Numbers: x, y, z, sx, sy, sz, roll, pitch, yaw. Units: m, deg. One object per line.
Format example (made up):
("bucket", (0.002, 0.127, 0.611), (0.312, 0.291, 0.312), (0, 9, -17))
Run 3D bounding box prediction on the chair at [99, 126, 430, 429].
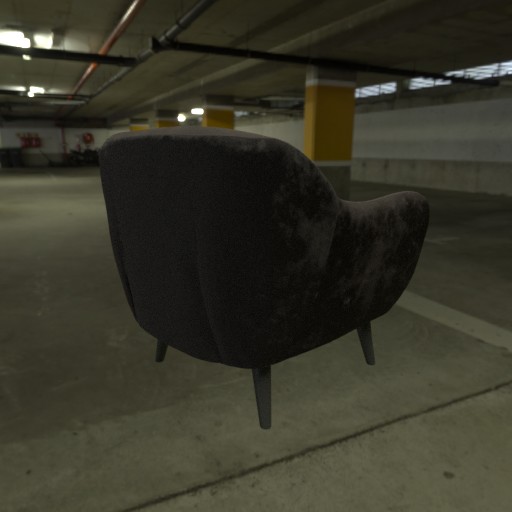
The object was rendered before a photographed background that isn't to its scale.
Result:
("chair", (0.000, 0.000, 1.491), (0.819, 0.807, 0.840), (-13, 19, -42))
